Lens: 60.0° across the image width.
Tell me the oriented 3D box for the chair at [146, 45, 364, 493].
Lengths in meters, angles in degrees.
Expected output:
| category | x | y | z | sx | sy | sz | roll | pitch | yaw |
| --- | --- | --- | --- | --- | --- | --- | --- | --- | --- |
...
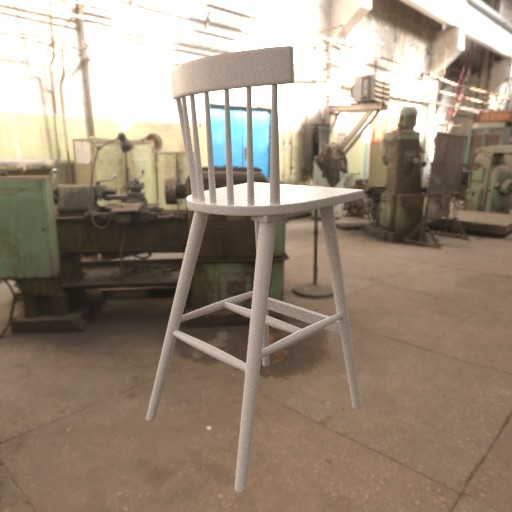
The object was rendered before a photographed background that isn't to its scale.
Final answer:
| category | x | y | z | sx | sy | sz | roll | pitch | yaw |
| --- | --- | --- | --- | --- | --- | --- | --- | --- | --- |
| chair | 0.000 | 0.000 | 1.366 | 0.572 | 1.092 | 0.483 | -13 | 18 | -43 |
